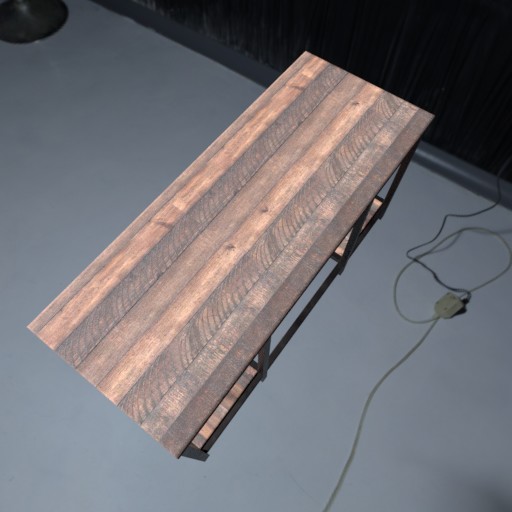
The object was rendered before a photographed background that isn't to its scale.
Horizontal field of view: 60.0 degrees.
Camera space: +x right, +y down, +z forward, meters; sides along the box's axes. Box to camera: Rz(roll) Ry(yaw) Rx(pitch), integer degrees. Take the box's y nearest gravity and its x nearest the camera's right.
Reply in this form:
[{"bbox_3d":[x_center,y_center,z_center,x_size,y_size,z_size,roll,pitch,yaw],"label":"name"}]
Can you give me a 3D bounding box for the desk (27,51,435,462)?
[{"bbox_3d":[0.000,0.000,1.897,0.617,0.753,1.538,34,68,15],"label":"desk"}]
